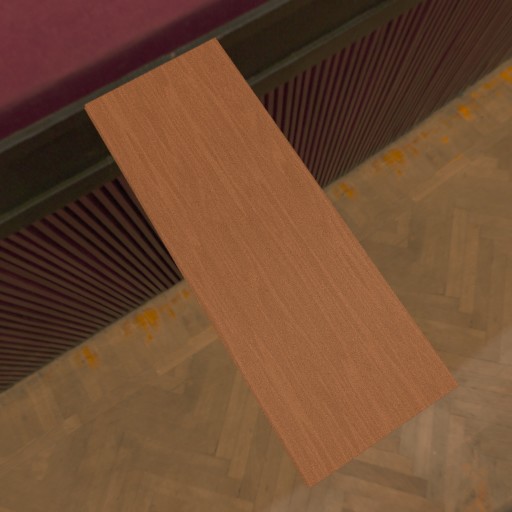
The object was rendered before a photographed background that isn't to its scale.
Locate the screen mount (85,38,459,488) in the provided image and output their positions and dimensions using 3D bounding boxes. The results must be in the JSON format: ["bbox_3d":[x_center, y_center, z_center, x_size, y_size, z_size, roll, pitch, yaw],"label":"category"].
[{"bbox_3d":[0.000,0.000,1.291,0.406,0.432,1.084,-31,78,-7],"label":"screen mount"}]
